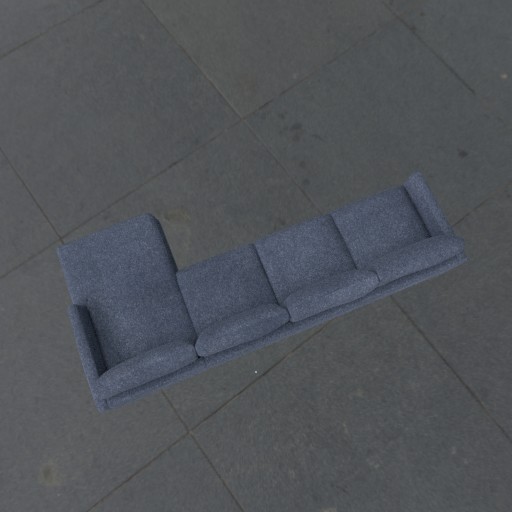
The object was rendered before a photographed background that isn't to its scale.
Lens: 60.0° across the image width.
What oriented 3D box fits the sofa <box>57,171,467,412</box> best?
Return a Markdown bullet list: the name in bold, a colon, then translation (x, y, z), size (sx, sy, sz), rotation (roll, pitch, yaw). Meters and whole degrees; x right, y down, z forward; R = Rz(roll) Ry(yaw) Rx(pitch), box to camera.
- **sofa**: translation (0.000, 0.000, 3.507), size (2.932, 0.810, 1.350), rotation (-21, 76, -5)
